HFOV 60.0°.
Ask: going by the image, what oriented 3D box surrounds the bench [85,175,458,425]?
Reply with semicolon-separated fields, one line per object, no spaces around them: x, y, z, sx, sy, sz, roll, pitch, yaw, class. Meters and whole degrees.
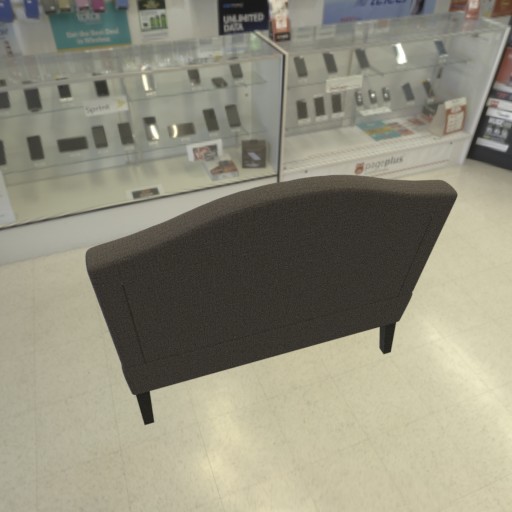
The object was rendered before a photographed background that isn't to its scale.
0.000;0.000;2.040;1.335;1.180;0.815;-12;42;-14;bench
